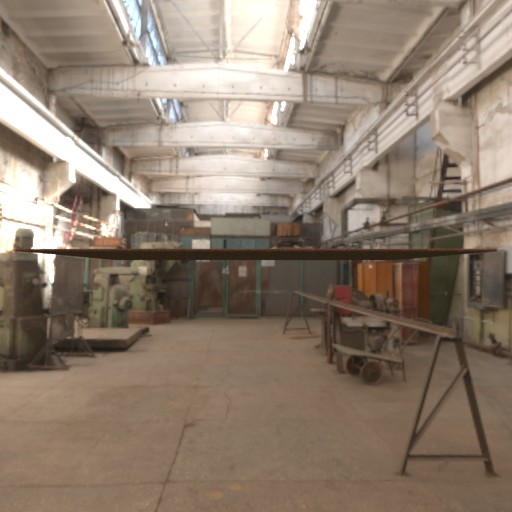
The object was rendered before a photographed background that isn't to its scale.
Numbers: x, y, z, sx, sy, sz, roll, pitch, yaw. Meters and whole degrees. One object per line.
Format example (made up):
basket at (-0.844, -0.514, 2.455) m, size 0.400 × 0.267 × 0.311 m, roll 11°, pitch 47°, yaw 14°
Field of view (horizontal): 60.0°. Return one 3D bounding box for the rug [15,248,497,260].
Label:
rug at (0.000, 0.000, 2.282) m, size 1.829 × 0.010 × 1.219 m, roll 0°, pitch -2°, yaw 0°
